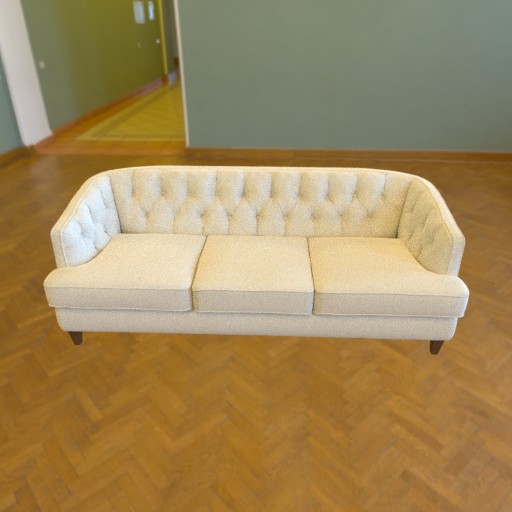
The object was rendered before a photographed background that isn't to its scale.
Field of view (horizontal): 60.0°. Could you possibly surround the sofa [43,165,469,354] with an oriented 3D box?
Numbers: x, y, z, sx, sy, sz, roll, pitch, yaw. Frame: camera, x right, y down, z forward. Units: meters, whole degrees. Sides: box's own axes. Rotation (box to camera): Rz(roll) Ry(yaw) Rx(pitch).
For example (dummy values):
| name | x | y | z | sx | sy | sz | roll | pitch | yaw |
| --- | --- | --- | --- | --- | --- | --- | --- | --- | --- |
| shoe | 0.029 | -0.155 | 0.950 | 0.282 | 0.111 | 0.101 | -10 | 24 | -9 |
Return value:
| name | x | y | z | sx | sy | sz | roll | pitch | yaw |
| --- | --- | --- | --- | --- | --- | --- | --- | --- | --- |
| sofa | 0.000 | 0.000 | 2.730 | 2.278 | 0.855 | 0.941 | 1 | 29 | 2 |
